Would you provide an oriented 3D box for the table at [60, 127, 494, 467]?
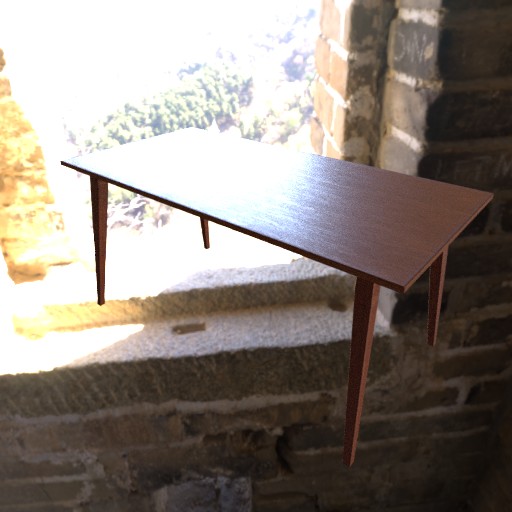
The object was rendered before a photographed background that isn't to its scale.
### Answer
[{"bbox_3d":[0.000,0.000,1.993,1.609,0.755,0.811,22,36,33],"label":"table"}]
